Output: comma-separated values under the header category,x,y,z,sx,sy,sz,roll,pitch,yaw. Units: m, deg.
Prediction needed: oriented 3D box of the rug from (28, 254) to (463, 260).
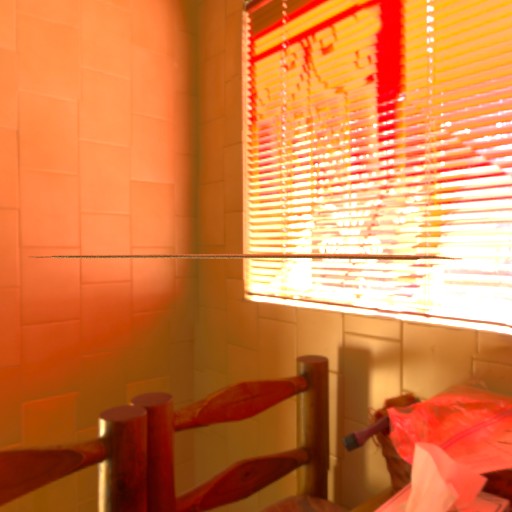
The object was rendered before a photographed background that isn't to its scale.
category,x,y,z,sx,sy,sz,roll,pitch,yaw
rug,0.000,0.000,3.113,2.465,0.023,1.619,0,1,18
